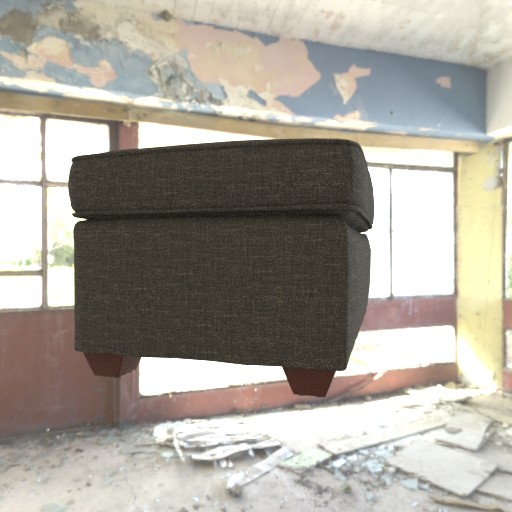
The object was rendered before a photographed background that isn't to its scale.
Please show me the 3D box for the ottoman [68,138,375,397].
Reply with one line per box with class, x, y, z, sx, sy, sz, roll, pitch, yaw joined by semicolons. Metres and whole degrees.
ottoman;0.000;0.000;1.088;0.549;0.450;0.749;0;1;17
